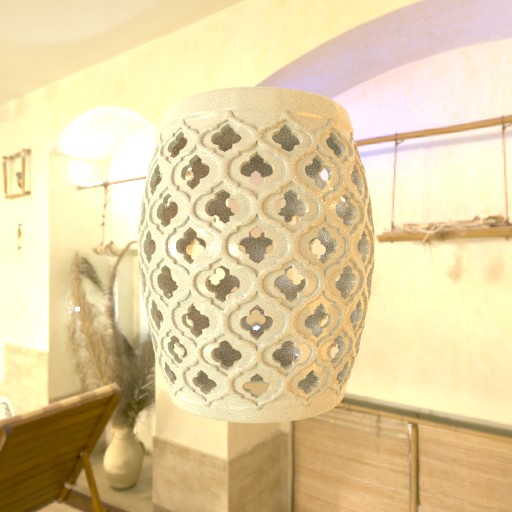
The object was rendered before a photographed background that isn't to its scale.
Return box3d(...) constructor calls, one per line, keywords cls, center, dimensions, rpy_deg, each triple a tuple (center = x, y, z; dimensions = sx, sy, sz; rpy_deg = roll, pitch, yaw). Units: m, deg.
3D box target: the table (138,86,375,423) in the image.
box3d(cls="table", center=(0.000, 0.000, 0.630), dimensions=(0.325, 0.388, 0.325), rpy_deg=(0, 0, 0))
